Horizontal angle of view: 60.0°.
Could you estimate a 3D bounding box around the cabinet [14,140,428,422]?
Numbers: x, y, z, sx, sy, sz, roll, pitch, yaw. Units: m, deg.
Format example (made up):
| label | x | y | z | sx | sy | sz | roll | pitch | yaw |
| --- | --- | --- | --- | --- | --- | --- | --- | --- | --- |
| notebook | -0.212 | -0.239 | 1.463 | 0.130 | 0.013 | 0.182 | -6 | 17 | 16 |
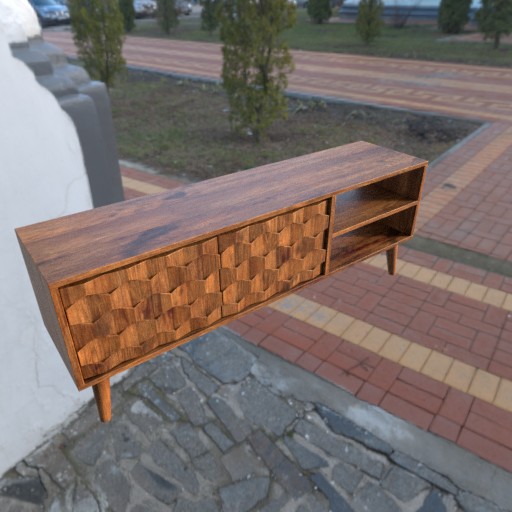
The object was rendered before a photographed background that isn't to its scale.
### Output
| label | x | y | z | sx | sy | sz | roll | pitch | yaw |
| --- | --- | --- | --- | --- | --- | --- | --- | --- | --- |
| cabinet | 0.000 | 0.000 | 1.642 | 1.448 | 0.528 | 0.349 | -21 | 37 | -31 |
